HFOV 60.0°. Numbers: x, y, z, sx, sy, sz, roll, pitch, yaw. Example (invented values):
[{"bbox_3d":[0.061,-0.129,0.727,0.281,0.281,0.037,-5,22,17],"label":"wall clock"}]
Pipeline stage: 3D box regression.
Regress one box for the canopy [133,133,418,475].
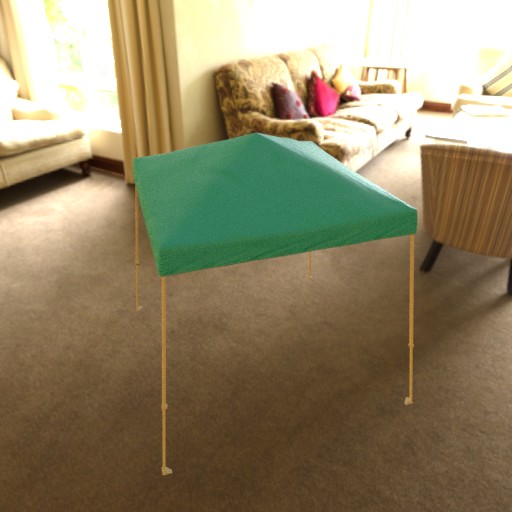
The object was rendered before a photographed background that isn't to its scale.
[{"bbox_3d":[0.000,0.000,5.149,2.849,2.850,2.850,-9,32,-16],"label":"canopy"}]
